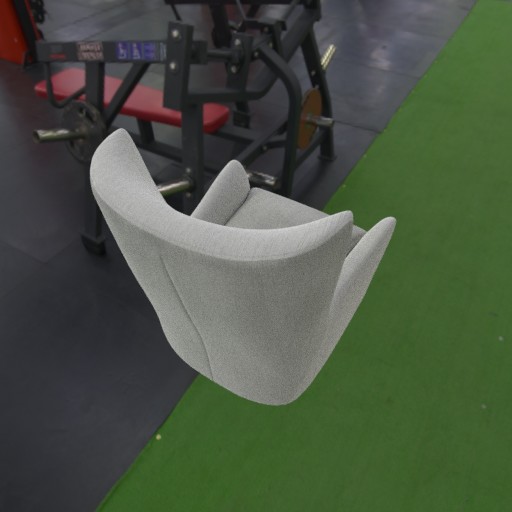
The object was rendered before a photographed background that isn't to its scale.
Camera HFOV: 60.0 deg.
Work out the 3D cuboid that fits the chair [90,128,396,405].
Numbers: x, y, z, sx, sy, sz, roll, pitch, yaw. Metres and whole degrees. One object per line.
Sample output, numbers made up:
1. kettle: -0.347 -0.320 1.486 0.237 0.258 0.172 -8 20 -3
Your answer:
1. chair: 0.000 0.000 1.658 0.779 1.000 0.904 24 50 22
